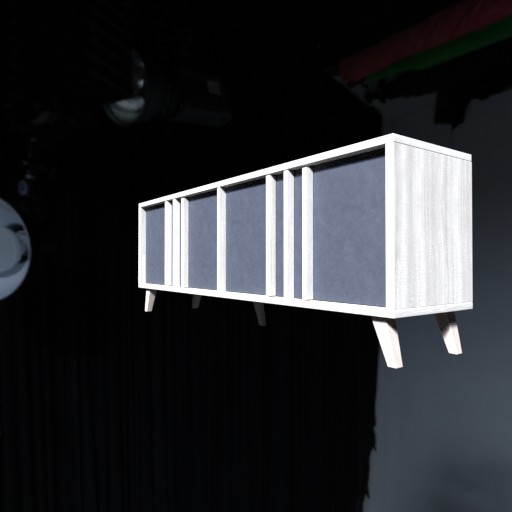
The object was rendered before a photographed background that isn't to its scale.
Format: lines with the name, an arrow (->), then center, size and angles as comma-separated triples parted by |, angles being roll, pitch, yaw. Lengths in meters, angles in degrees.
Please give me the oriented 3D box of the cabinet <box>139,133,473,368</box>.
cabinet -> 0.000, 0.000, 2.479 | 0.499, 0.779, 2.198 | 1, -1, -36
